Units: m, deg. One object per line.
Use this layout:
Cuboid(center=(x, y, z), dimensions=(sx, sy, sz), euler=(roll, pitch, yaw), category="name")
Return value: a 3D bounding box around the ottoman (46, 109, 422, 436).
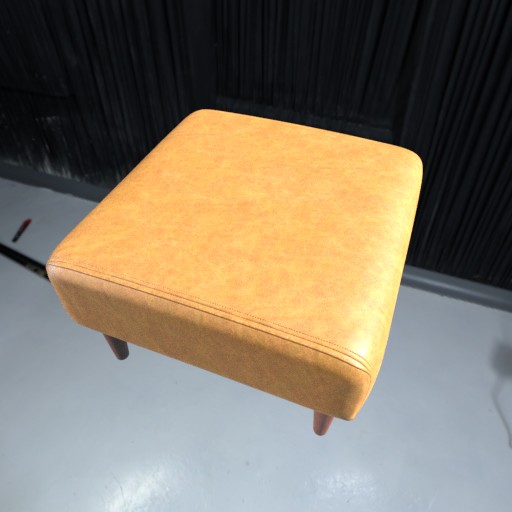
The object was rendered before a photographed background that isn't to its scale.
Cuboid(center=(0.000, 0.000, 1.059), dimensions=(0.650, 0.399, 0.650), euler=(16, 48, 15), category="ottoman")
